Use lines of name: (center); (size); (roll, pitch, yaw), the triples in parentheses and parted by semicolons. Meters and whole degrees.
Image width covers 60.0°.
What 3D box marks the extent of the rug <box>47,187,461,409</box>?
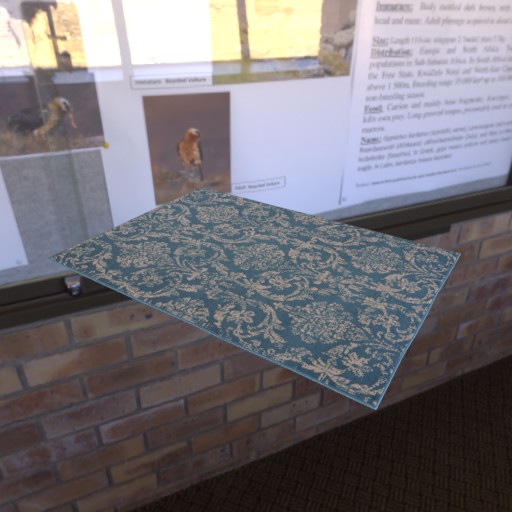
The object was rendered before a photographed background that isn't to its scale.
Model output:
rug: (0.000, 0.000, 2.888); (2.205, 0.012, 1.554); (18, 34, 29)
